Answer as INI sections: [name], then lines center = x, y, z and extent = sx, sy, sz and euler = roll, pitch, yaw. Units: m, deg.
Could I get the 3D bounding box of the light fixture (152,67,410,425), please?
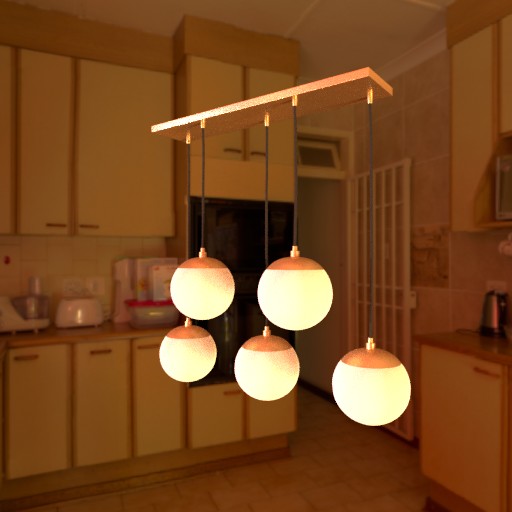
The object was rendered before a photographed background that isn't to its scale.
[light fixture]
center = 0.000, 0.000, 1.313
extent = 0.863, 0.869, 0.299
euler = 0, -1, 37
